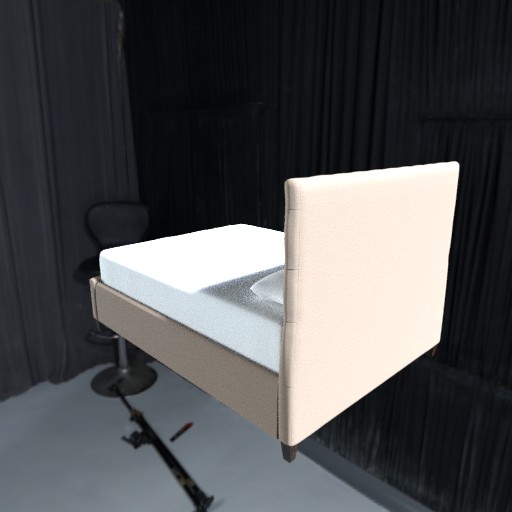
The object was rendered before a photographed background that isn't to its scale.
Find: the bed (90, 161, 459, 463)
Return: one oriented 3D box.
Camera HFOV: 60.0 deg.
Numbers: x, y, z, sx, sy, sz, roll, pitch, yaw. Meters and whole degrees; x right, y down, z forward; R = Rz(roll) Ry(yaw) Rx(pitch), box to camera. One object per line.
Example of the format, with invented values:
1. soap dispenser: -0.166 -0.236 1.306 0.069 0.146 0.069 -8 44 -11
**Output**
1. bed: 0.000 0.000 3.353 1.696 1.426 2.233 -15 21 -42
